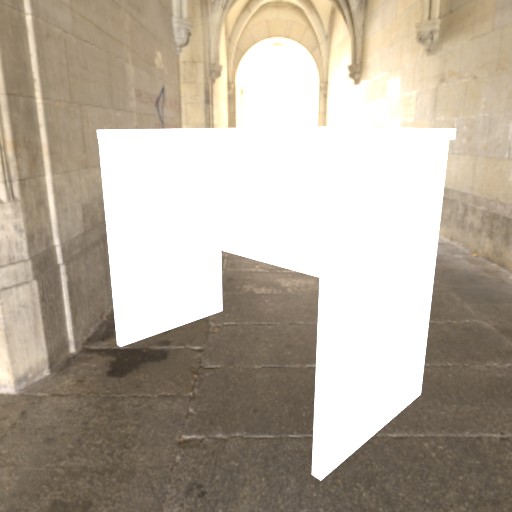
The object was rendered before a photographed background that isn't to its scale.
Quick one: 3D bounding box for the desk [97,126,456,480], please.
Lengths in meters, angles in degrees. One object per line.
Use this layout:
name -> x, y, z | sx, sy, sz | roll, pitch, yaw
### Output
desk -> 0.000, 0.000, 1.329 | 0.498, 0.729, 0.900 | -15, 21, -43
